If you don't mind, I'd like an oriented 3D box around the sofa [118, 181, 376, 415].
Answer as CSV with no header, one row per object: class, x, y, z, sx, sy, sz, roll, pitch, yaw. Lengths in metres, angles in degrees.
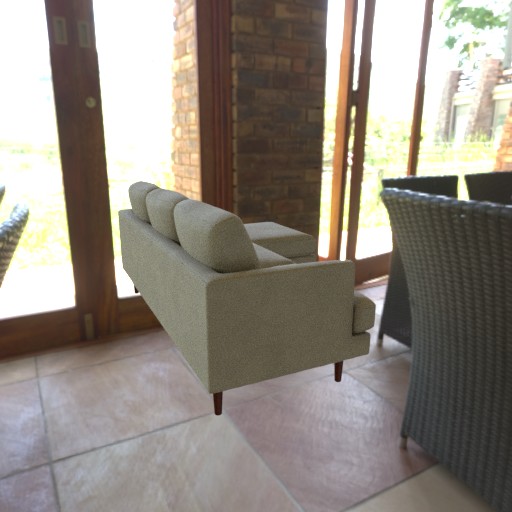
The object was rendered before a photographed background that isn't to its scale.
sofa,0.000,0.000,3.110,1.504,0.956,2.233,-7,16,-25
